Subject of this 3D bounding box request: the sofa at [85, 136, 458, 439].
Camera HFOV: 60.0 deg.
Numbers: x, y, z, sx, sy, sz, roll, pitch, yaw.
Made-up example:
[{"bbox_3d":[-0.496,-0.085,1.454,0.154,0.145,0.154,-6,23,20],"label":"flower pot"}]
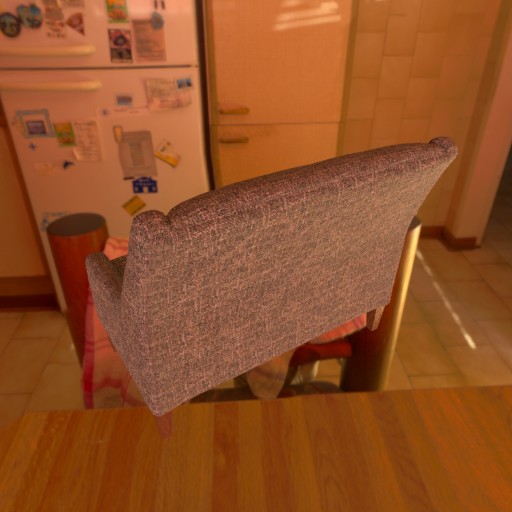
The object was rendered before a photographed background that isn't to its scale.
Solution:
[{"bbox_3d":[0.000,0.000,1.881,1.242,1.021,0.870,-19,36,-28],"label":"sofa"}]
